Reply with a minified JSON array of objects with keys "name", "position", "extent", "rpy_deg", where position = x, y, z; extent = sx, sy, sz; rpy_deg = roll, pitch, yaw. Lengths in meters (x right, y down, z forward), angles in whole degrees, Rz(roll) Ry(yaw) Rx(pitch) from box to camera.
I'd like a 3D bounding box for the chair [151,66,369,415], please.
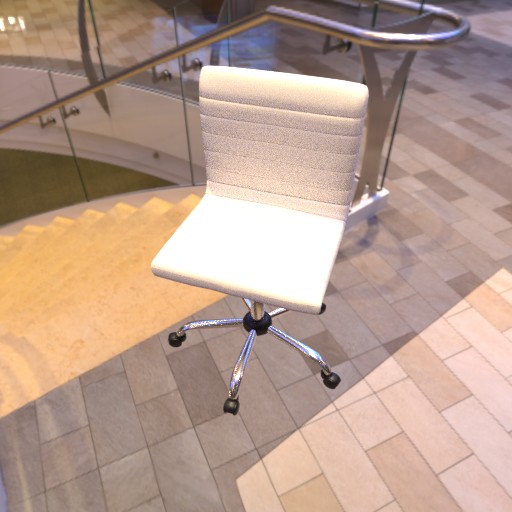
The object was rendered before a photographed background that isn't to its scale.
[{"name":"chair","position":[0.000,0.000,1.072],"extent":[0.520,0.750,0.455],"rpy_deg":[12,43,14]}]
